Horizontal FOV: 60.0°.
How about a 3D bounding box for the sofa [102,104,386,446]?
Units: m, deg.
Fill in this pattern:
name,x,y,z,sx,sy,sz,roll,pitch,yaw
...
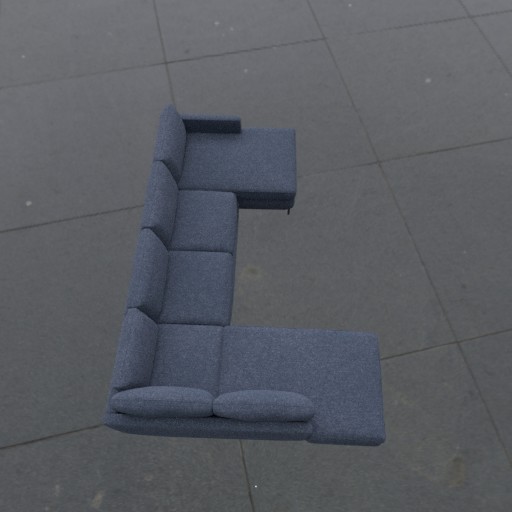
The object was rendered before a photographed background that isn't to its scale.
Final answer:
name,x,y,z,sx,sy,sz,roll,pitch,yaw
sofa,0.000,0.000,3.852,2.007,0.813,2.956,2,63,1
